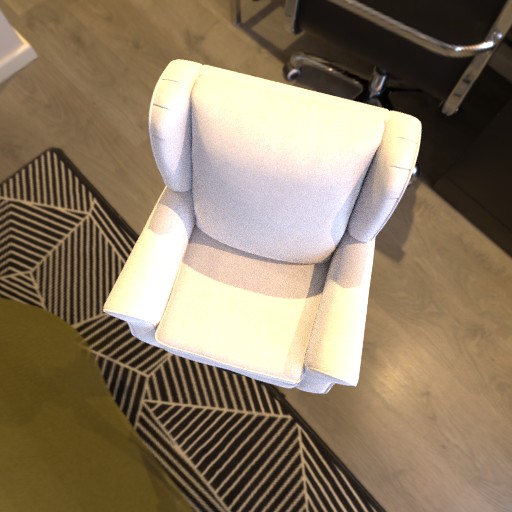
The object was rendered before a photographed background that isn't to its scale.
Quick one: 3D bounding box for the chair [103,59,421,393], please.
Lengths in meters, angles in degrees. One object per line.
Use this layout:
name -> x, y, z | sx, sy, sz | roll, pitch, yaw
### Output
chair -> 0.000, 0.000, 1.661 | 0.906, 0.967, 0.854 | 16, 74, 5
